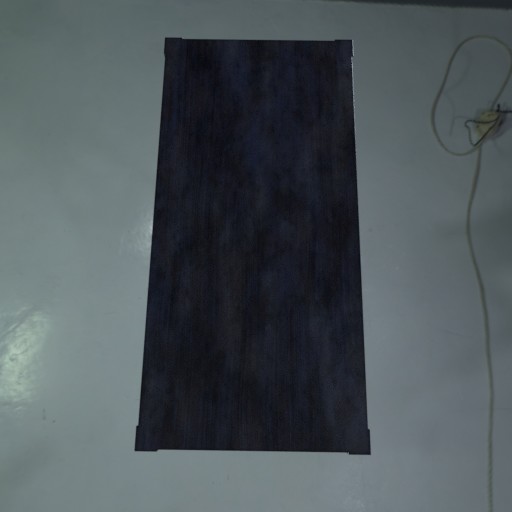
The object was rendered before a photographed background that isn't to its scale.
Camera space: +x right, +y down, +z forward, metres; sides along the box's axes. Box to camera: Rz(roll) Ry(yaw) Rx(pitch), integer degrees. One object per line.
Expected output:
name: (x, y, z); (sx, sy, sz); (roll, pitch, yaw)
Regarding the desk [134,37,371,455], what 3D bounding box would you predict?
desk: (0.000, 0.000, 1.748); (0.630, 0.861, 1.289); (1, 76, 0)
